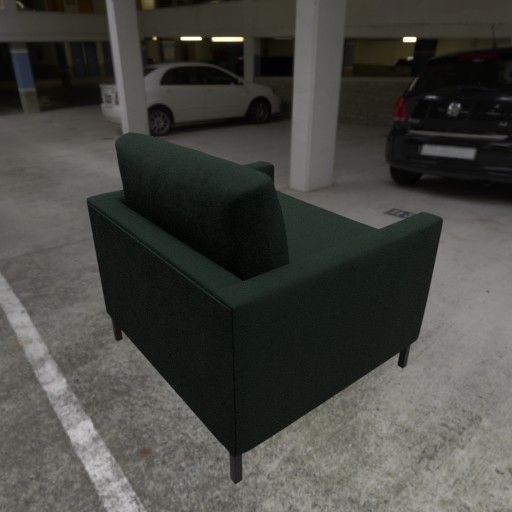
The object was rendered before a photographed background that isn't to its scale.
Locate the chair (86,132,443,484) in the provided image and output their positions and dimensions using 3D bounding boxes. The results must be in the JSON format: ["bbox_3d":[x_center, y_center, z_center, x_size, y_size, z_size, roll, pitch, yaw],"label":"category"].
[{"bbox_3d":[0.000,0.000,1.616,0.866,0.861,0.963,-19,32,-34],"label":"chair"}]
